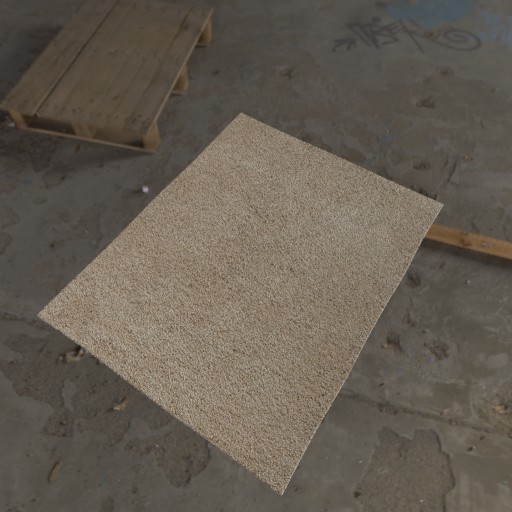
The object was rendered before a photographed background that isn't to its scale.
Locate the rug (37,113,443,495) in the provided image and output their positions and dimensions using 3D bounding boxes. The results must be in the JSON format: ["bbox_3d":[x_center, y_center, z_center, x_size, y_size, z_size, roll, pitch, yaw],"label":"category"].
[{"bbox_3d":[0.000,0.000,4.013,2.400,0.025,3.000,29,62,17],"label":"rug"}]
